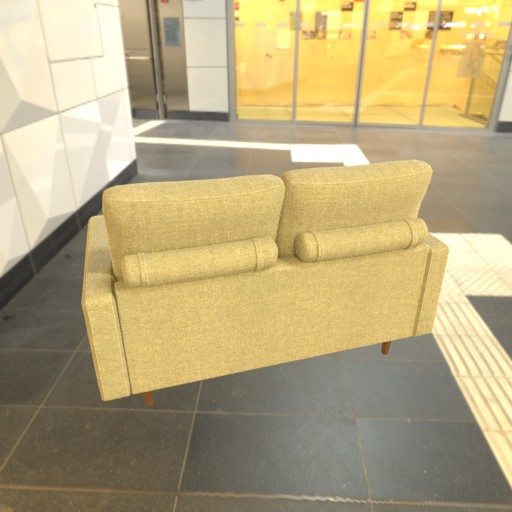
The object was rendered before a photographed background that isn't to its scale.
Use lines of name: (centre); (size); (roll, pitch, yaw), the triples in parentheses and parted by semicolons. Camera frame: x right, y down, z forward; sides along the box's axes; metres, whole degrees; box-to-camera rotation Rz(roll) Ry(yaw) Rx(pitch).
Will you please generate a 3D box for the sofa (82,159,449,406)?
sofa: (0.000, 0.000, 1.976); (1.407, 0.907, 0.842); (-8, 28, -15)
